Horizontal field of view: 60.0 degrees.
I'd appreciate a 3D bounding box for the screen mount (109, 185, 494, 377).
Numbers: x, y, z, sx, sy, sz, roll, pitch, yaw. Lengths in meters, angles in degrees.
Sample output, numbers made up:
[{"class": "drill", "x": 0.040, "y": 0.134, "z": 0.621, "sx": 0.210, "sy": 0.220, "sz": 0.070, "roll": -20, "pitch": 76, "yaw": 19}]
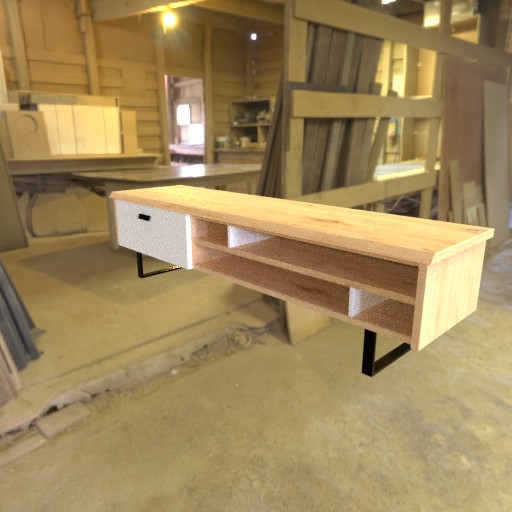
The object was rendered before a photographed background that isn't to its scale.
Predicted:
[{"class": "screen mount", "x": 0.000, "y": 0.000, "z": 1.896, "sx": 0.450, "sy": 0.430, "sz": 1.700, "roll": -15, "pitch": 21, "yaw": -43}]
